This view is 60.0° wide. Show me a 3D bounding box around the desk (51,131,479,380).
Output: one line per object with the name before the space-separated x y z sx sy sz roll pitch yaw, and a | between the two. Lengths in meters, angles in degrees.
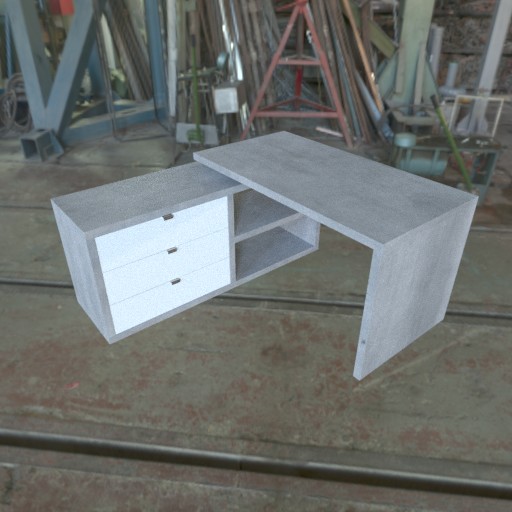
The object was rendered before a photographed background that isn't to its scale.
desk | 0.000 0.000 2.293 1.500 0.740 1.400 -23 39 -32
